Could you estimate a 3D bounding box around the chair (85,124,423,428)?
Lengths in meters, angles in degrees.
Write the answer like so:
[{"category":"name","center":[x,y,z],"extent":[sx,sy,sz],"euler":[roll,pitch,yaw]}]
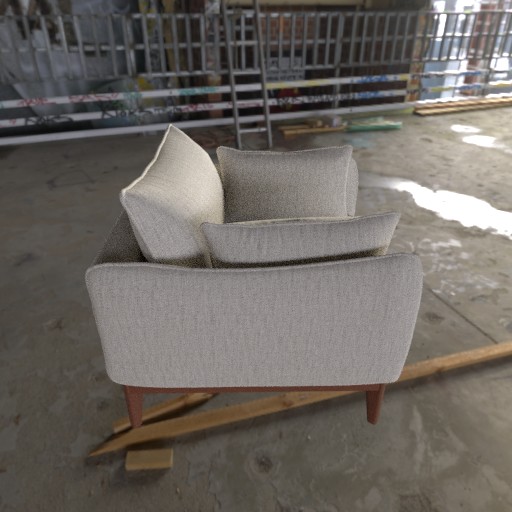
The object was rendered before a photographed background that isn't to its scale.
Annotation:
[{"category":"chair","center":[0.000,0.000,1.738],"extent":[0.991,0.855,0.994],"euler":[0,30,-1]}]
